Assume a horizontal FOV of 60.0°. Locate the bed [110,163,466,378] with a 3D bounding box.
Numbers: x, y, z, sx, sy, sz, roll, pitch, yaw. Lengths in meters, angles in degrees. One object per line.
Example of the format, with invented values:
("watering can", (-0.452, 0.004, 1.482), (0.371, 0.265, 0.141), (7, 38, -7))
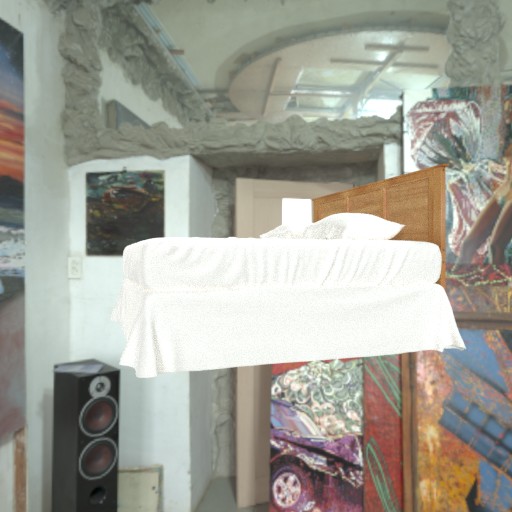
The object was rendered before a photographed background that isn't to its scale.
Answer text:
("bed", (0.000, 0.000, 3.618), (2.215, 1.270, 2.317), (0, 0, -20))
